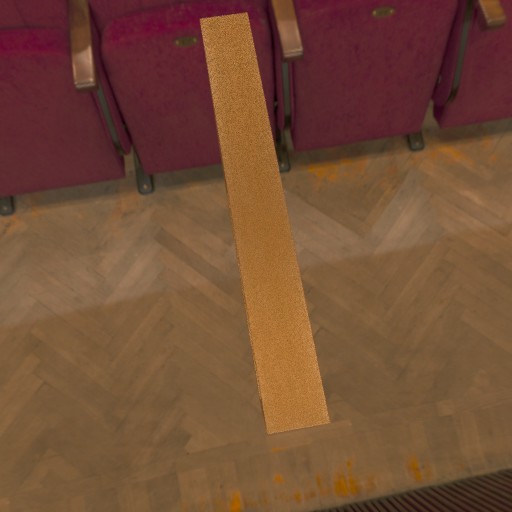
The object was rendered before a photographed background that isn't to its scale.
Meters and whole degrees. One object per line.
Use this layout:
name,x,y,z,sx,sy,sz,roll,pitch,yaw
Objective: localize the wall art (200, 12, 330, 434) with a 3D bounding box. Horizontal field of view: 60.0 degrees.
wall art,0.000,0.000,0.449,0.038,0.305,0.306,-9,74,-3
